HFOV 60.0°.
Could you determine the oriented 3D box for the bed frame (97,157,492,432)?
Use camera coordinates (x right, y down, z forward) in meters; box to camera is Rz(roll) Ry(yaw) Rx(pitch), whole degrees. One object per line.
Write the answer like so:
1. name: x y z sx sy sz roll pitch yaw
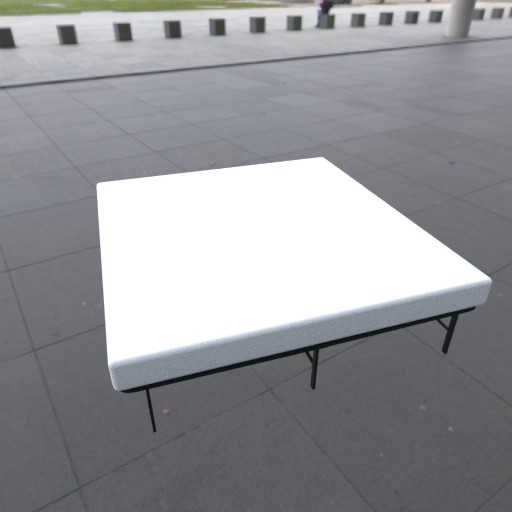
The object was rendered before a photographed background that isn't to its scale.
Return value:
1. bed frame: 0.000 0.000 2.991 1.935 0.525 2.033 -10 33 -16
